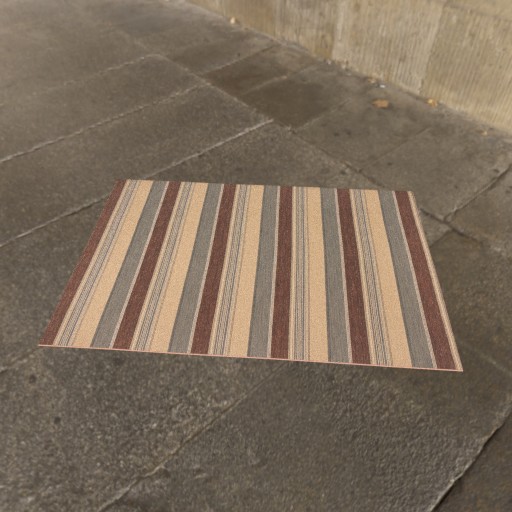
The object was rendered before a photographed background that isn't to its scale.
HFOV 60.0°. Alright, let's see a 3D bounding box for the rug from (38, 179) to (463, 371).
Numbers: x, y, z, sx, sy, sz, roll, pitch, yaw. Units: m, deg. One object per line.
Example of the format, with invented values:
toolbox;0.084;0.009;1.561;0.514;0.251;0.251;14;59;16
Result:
rug;0.000;0.000;2.321;1.829;0.008;1.219;3;46;3
